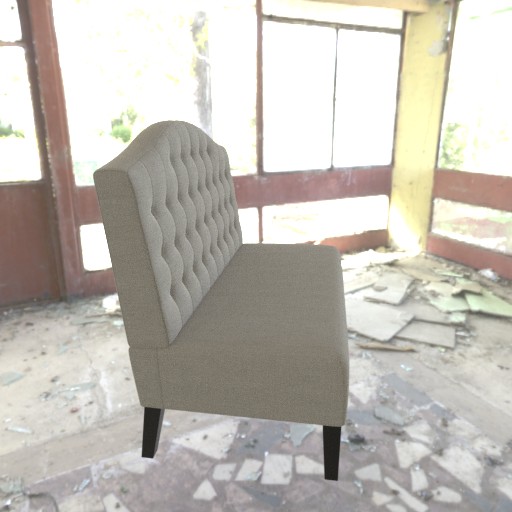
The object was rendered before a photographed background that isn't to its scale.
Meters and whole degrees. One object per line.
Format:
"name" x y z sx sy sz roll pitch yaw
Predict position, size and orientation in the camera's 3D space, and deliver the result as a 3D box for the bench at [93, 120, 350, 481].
"bench" 0.000 0.000 2.010 0.815 1.180 1.335 3 17 9
